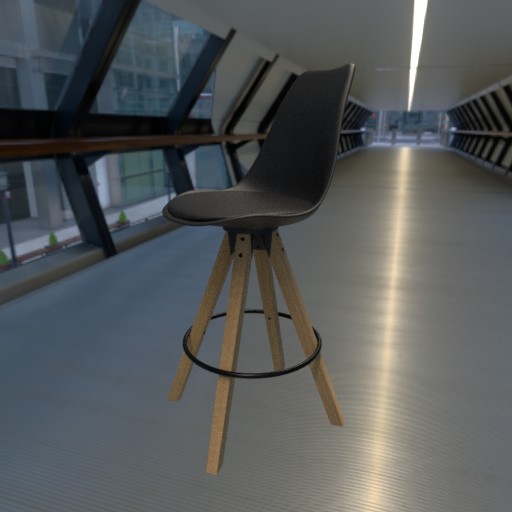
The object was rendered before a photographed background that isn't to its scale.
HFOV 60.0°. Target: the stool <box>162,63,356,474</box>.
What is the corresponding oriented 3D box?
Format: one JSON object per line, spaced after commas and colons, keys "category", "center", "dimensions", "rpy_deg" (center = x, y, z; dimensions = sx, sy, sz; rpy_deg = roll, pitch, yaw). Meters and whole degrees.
{"category": "stool", "center": [0.000, 0.000, 1.378], "dimensions": [0.550, 1.115, 0.485], "rpy_deg": [-9, 19, -26]}
